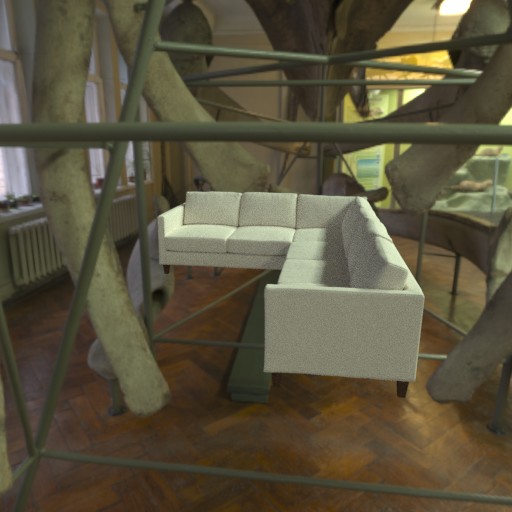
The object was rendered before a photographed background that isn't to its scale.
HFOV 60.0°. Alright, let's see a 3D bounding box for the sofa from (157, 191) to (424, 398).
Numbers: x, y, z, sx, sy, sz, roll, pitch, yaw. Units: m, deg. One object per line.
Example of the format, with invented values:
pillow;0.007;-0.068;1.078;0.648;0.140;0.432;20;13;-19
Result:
sofa;0.000;0.000;4.255;2.432;0.863;3.182;2;16;8
